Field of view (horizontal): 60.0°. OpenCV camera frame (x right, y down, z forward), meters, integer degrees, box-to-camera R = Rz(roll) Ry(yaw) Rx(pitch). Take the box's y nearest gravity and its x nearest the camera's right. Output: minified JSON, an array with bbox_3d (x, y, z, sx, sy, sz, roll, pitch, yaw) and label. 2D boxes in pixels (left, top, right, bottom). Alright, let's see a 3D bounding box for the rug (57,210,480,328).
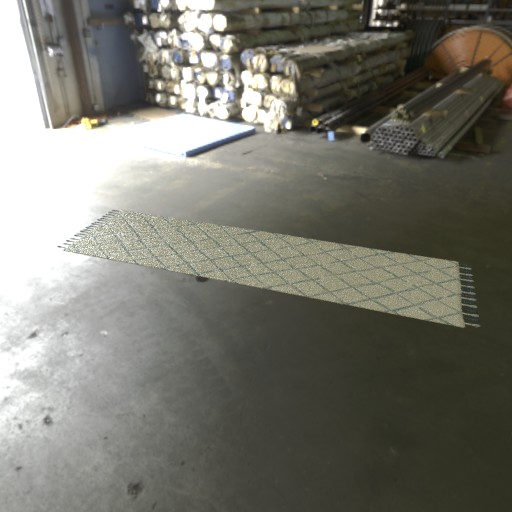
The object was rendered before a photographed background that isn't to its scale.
[{"bbox_3d":[0.000,0.000,2.596,2.372,0.008,0.620,10,32,16],"label":"rug"}]
